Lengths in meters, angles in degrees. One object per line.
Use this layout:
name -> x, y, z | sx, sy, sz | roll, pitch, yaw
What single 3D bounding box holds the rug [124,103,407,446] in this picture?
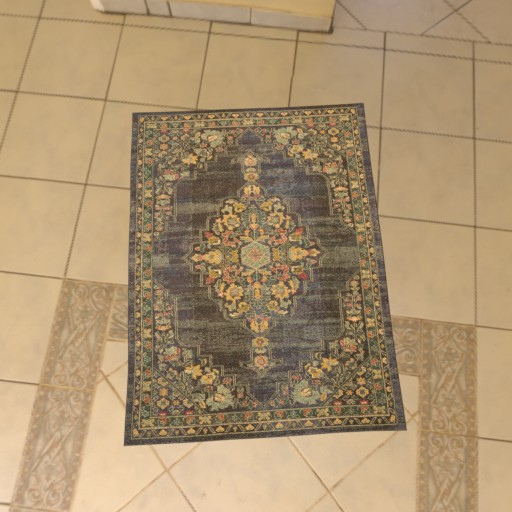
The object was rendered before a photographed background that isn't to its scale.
rug -> 0.000, 0.000, 4.700 | 2.716, 0.035, 3.612 | -3, 75, -1
